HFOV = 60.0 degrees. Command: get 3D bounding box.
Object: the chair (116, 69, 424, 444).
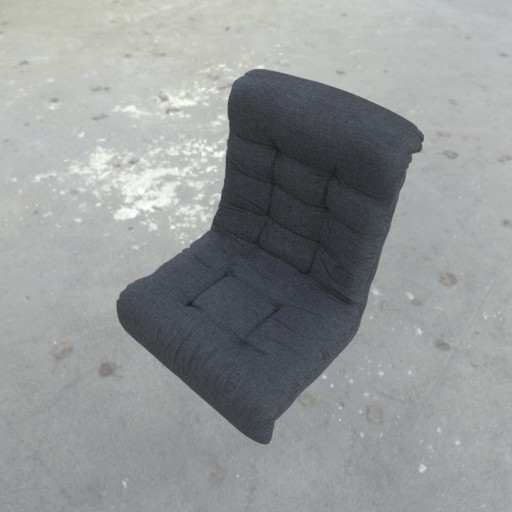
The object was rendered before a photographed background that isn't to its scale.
[{"bbox_3d":[0.000,0.000,1.236,0.597,0.749,0.668,31,53,26],"label":"chair"}]
